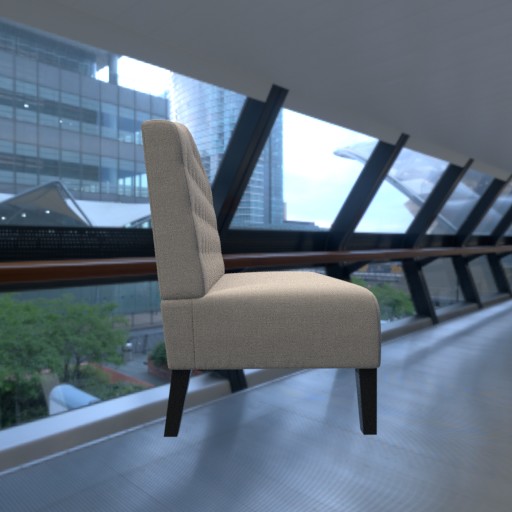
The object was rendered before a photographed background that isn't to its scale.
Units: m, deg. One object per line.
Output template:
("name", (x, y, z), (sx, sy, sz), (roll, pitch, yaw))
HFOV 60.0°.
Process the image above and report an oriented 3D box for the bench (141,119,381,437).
("bench", (0.000, 0.000, 2.107), (0.815, 1.180, 1.335), (0, 1, -1))
